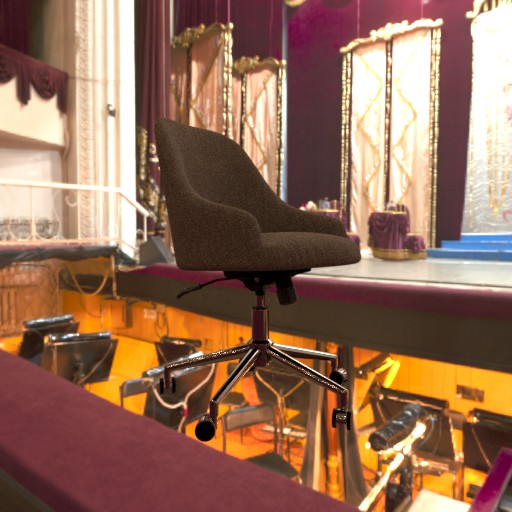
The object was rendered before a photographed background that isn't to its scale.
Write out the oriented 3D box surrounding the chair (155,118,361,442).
[{"bbox_3d":[0.000,0.000,1.441,0.712,0.950,0.671,2,3,37],"label":"chair"}]
